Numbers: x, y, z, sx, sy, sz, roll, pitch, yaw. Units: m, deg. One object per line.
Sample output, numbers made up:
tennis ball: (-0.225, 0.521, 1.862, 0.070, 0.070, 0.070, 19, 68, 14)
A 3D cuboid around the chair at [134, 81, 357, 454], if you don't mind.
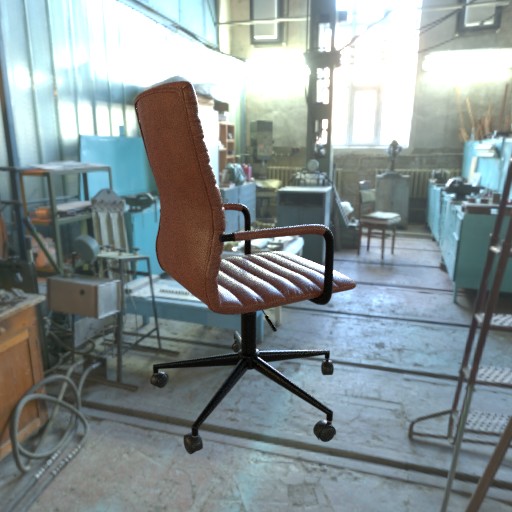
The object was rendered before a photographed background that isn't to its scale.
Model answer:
chair: (0.000, 0.000, 1.270, 0.578, 0.878, 0.600, -7, 16, -27)
